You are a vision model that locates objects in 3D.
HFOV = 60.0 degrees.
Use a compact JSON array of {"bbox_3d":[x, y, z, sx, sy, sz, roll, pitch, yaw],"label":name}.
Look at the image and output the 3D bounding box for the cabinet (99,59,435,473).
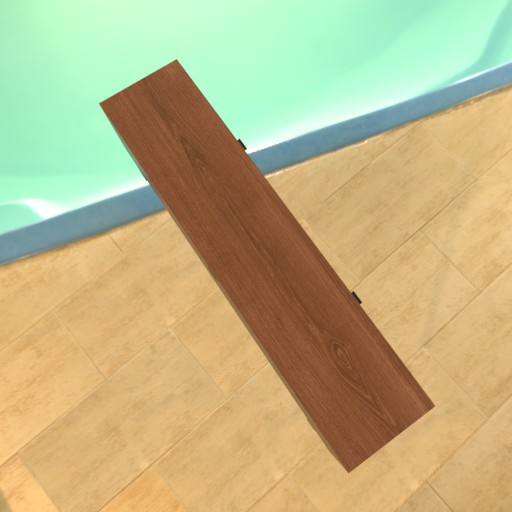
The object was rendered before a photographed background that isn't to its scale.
[{"bbox_3d":[0.000,0.000,1.880,0.400,0.500,1.650,-34,78,-8],"label":"cabinet"}]
